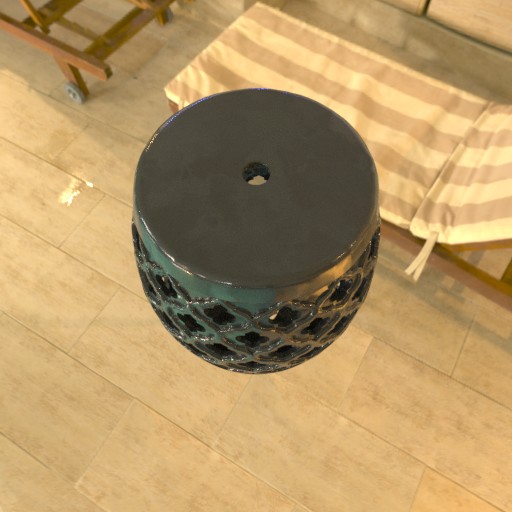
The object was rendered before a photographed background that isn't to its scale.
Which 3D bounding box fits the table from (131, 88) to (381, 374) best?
[{"bbox_3d":[0.000,0.000,0.641,0.325,0.388,0.325,0,63,0],"label":"table"}]
